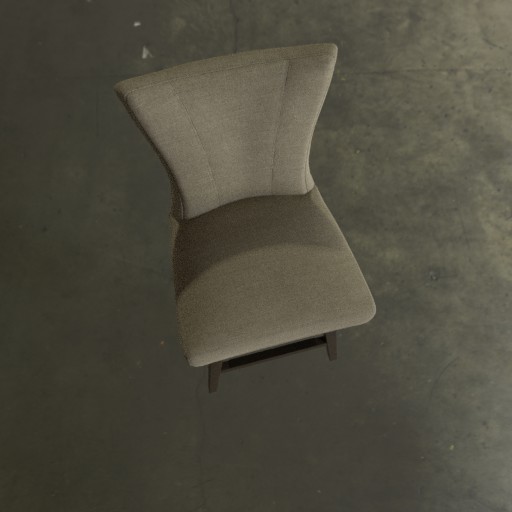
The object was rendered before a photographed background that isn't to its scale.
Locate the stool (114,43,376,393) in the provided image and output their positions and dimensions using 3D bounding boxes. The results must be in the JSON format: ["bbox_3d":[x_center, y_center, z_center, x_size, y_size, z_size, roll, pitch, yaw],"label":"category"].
[{"bbox_3d":[0.000,0.000,1.318,0.514,1.000,0.574,-13,65,-6],"label":"stool"}]
